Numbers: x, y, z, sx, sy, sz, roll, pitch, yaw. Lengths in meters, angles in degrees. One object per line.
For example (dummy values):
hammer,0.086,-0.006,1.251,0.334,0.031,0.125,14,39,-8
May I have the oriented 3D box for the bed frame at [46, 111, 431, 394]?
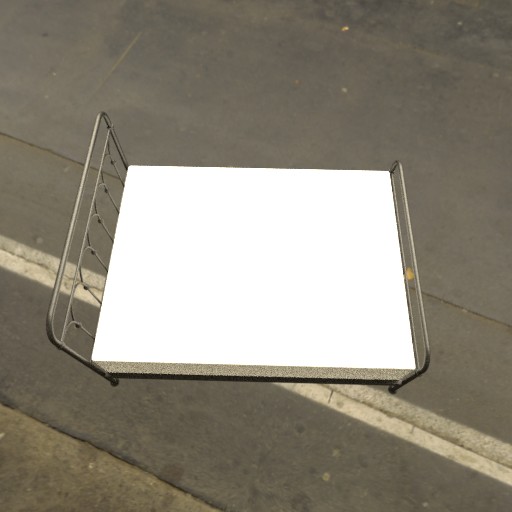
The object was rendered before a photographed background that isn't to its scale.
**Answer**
bed frame,0.000,0.000,3.189,2.203,1.276,1.664,1,63,1
